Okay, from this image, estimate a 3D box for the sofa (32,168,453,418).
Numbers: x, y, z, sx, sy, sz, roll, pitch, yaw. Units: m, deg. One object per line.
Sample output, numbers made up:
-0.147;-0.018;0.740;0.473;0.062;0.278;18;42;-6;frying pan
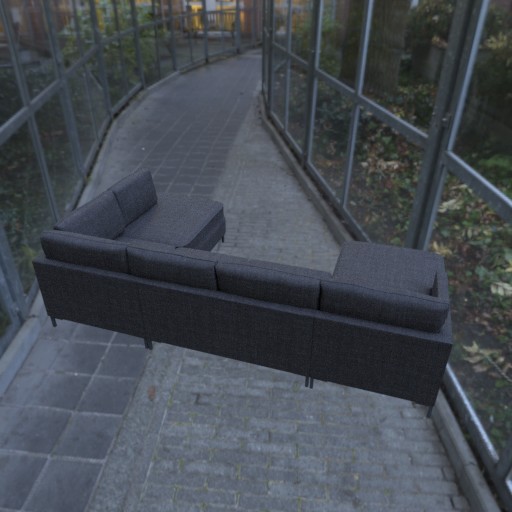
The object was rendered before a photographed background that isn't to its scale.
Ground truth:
0.000;0.000;4.259;3.423;0.999;2.048;9;32;15;sofa
